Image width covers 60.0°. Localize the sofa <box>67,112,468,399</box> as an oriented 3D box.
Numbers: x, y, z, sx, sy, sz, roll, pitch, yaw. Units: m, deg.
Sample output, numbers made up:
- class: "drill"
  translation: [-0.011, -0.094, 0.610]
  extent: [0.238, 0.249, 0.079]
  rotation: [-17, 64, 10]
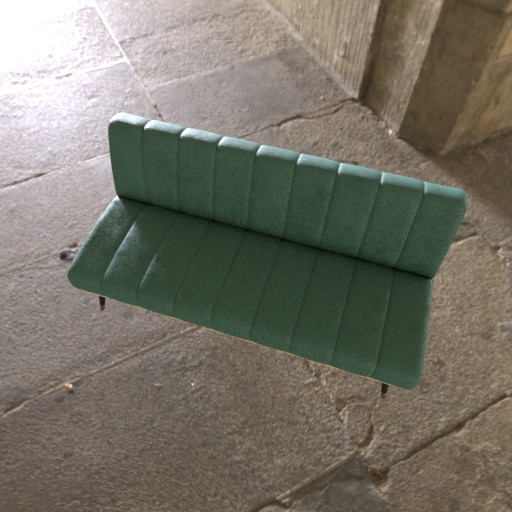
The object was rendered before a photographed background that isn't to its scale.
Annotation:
- class: "sofa"
  translation: [0.000, 0.000, 2.303]
  extent: [1.810, 0.820, 0.830]
  rotation: [15, 58, 10]
